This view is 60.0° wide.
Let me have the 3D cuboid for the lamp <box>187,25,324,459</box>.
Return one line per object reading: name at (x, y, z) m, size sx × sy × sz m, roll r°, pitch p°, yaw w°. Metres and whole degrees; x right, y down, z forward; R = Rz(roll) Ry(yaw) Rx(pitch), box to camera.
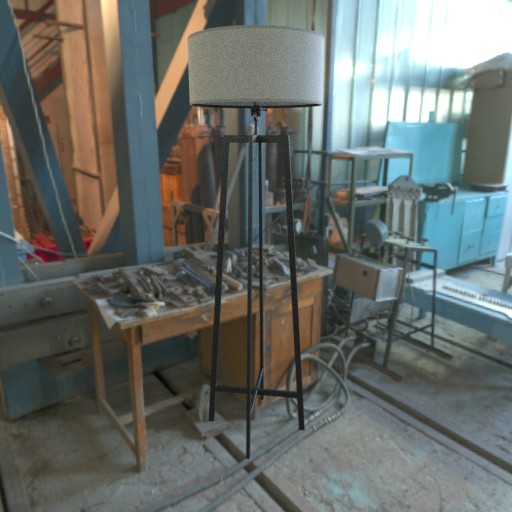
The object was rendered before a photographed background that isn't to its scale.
lamp at (0.000, 0.000, 1.700) m, size 0.456 × 1.510 × 0.457 m, roll 2°, pitch 16°, yaw 8°
